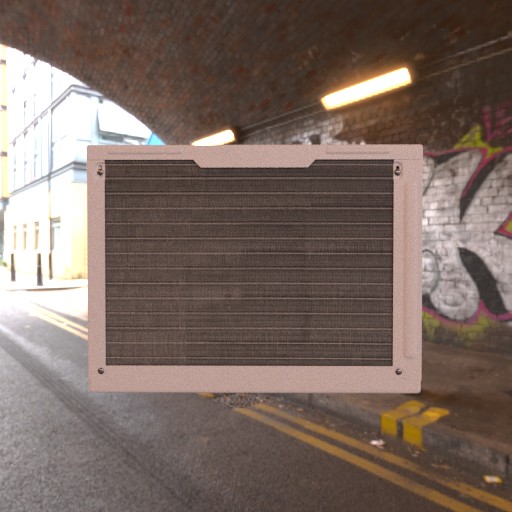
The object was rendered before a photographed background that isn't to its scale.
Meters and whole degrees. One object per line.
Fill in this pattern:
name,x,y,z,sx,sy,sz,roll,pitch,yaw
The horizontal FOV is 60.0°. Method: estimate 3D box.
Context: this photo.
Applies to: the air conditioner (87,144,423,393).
air conditioner,0.000,0.000,0.907,0.503,0.388,0.546,0,1,1
